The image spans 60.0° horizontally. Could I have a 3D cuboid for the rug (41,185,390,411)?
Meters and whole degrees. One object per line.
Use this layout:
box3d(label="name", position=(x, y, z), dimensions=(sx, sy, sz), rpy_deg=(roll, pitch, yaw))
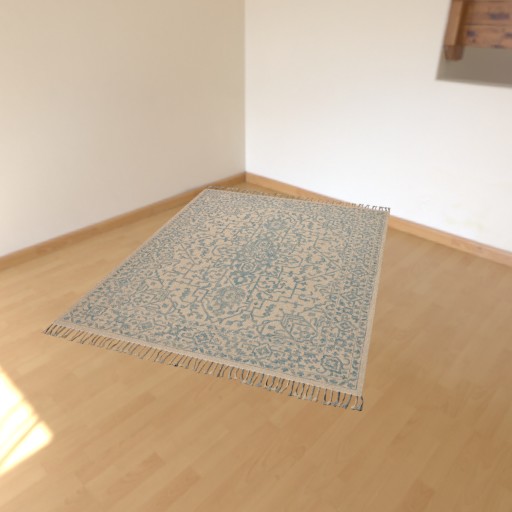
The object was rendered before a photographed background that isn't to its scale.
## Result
box3d(label="rug", position=(0.000, 0.000, 4.463), dimensions=(2.464, 0.010, 3.327), rpy_deg=(9, 31, 15))
